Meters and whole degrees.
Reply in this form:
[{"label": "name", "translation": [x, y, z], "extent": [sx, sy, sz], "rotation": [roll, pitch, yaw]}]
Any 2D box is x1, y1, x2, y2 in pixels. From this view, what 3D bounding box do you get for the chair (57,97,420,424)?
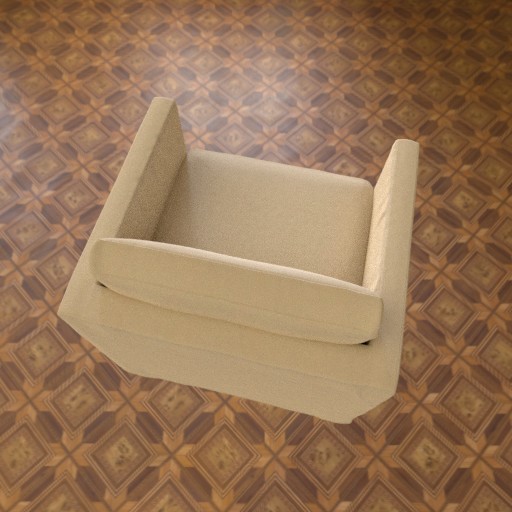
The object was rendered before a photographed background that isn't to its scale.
[{"label": "chair", "translation": [0.000, 0.000, 1.714], "extent": [1.057, 0.851, 0.947], "rotation": [12, 64, 6]}]
